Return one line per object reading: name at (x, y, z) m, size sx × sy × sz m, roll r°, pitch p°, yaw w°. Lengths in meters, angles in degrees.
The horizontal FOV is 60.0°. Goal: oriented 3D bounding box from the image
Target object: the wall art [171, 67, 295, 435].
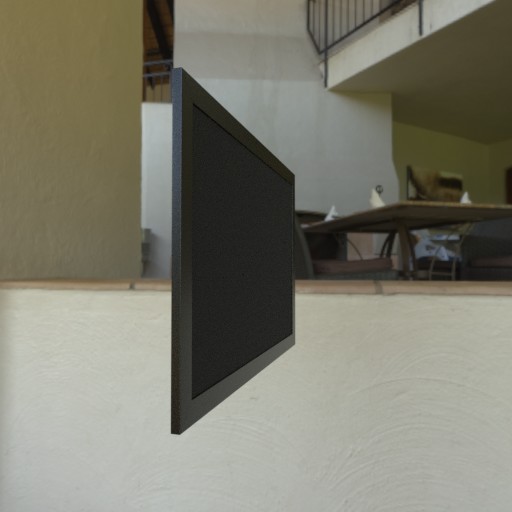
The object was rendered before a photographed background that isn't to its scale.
wall art at (0.000, 0.000, 0.855) m, size 0.013 × 0.447 × 0.660 m, roll 0°, pitch -2°, yaw 17°
